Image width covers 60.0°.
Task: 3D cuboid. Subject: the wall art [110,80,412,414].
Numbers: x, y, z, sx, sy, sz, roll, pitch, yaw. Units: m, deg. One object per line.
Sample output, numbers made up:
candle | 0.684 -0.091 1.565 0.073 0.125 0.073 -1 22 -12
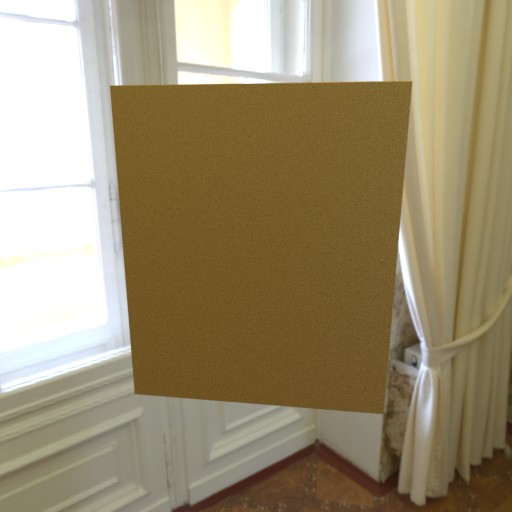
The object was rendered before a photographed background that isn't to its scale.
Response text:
wall art | 0.000 0.000 0.885 0.537 0.642 0.048 2 15 8
